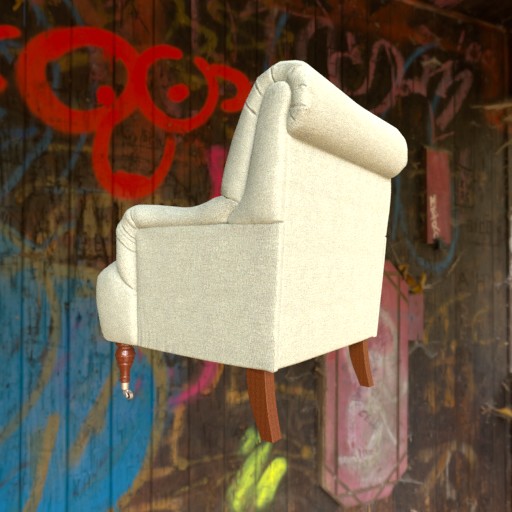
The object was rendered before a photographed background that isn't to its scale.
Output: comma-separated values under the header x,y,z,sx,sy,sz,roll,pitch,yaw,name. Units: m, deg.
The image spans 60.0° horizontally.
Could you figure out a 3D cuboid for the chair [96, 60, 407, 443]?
x,y,z,sx,sy,sz,roll,pitch,yaw,name
0.000,0.000,1.926,1.060,1.178,0.964,-1,-1,36,chair
